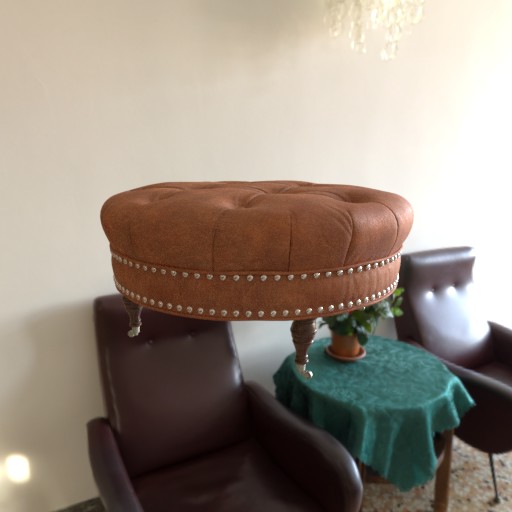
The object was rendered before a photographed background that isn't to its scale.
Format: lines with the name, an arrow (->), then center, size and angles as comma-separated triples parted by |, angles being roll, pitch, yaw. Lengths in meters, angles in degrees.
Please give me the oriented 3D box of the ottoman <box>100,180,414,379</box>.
ottoman -> 0.000, 0.000, 1.372 | 0.901, 0.444, 0.901 | 0, 13, 0
